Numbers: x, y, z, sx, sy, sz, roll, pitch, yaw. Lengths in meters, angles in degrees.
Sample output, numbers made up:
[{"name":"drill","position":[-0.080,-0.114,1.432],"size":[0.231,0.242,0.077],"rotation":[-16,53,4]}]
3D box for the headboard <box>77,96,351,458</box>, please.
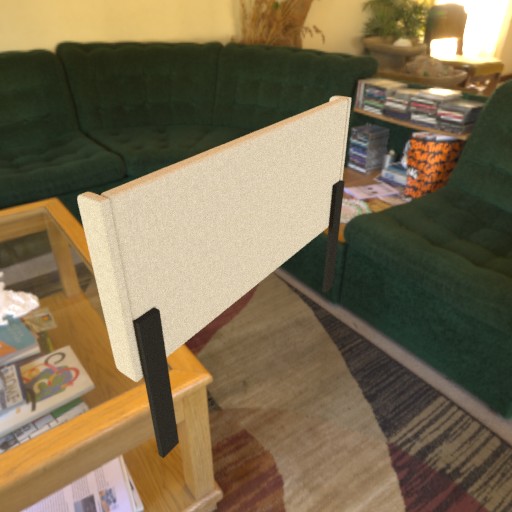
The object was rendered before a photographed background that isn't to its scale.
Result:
[{"name":"headboard","position":[0.000,0.000,2.712],"size":[0.184,1.524,2.051],"rotation":[21,38,30]}]
